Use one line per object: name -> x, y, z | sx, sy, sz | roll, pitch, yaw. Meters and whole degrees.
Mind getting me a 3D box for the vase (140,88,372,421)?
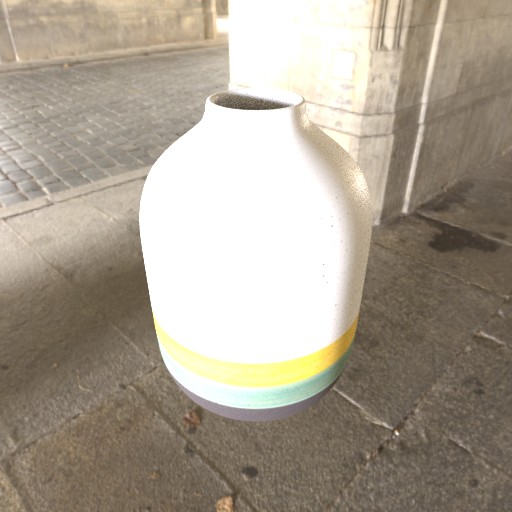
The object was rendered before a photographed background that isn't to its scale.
vase -> 0.000, 0.000, 0.349 | 0.169, 0.240, 0.169 | 0, 33, 0
